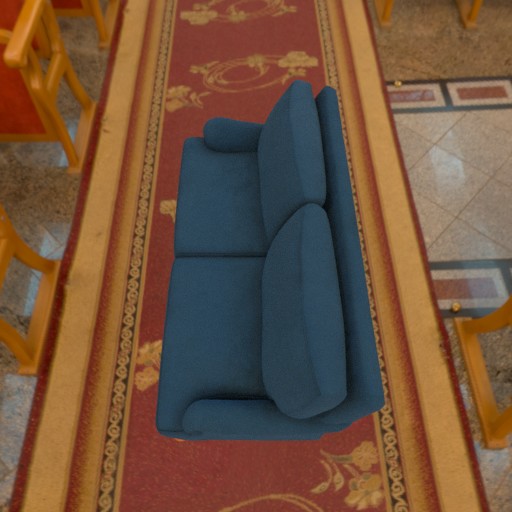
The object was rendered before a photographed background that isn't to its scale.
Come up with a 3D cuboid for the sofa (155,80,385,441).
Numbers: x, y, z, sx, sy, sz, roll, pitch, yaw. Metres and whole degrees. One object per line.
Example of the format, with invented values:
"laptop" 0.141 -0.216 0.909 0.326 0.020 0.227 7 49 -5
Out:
"sofa" 0.000 0.000 2.780 1.084 1.101 2.141 -1 59 0
